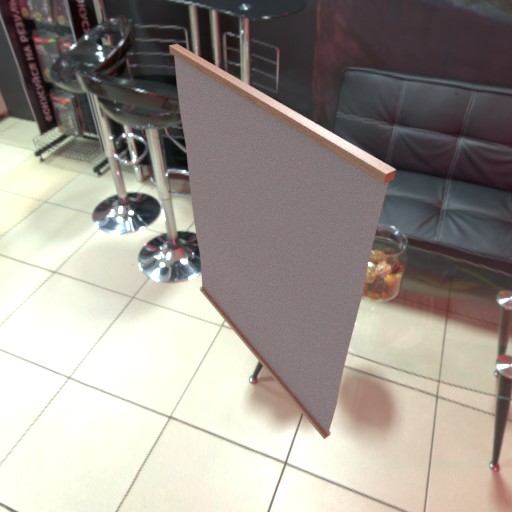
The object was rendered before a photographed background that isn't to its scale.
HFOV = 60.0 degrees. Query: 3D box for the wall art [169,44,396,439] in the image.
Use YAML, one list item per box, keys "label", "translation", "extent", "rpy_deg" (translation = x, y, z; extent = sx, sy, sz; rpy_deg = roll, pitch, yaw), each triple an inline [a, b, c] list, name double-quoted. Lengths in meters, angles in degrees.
- label: "wall art"
  translation: [0.000, 0.000, 0.679]
  extent: [0.013, 0.508, 0.406]
  rpy_deg: [-26, 49, -25]
